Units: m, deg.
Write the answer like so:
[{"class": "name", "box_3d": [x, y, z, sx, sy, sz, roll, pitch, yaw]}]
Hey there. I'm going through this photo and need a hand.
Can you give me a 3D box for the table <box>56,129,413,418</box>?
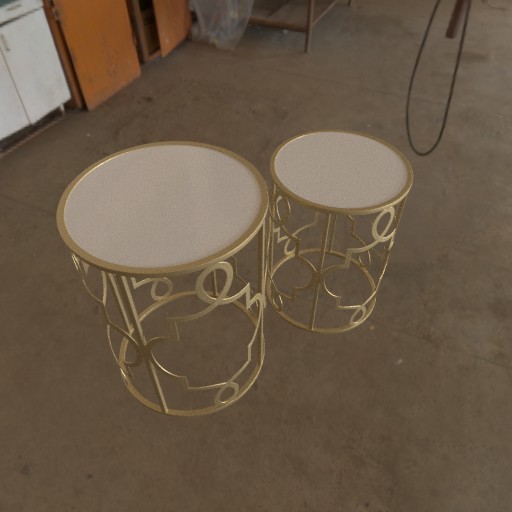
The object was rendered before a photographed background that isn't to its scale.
[{"class": "table", "box_3d": [0.000, 0.000, 1.176, 0.846, 0.564, 0.420, -22, 50, -20]}]
